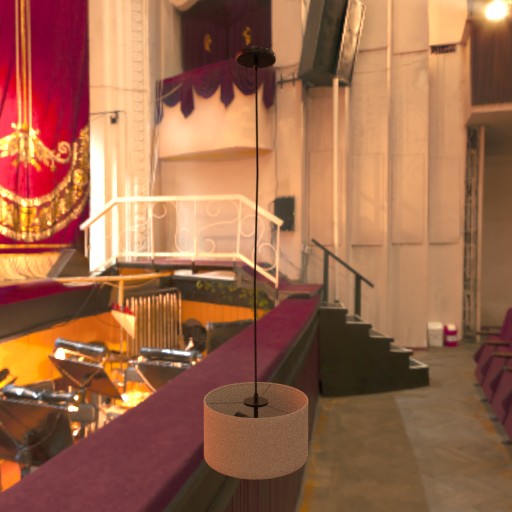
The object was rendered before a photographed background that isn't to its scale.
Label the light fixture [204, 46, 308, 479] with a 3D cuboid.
[{"bbox_3d":[0.000,0.000,1.692,0.399,1.516,0.399,0,1,0],"label":"light fixture"}]
